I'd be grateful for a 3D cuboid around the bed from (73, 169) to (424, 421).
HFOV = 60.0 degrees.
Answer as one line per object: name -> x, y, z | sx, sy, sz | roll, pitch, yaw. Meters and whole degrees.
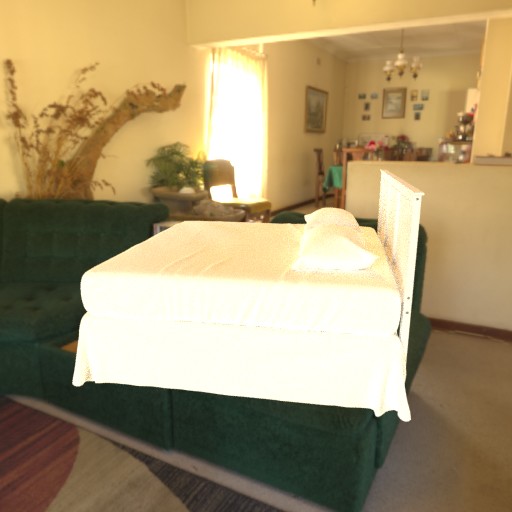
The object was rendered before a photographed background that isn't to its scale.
bed -> 0.000, 0.000, 3.581 | 2.215, 1.273, 2.317 | 3, 15, 10
